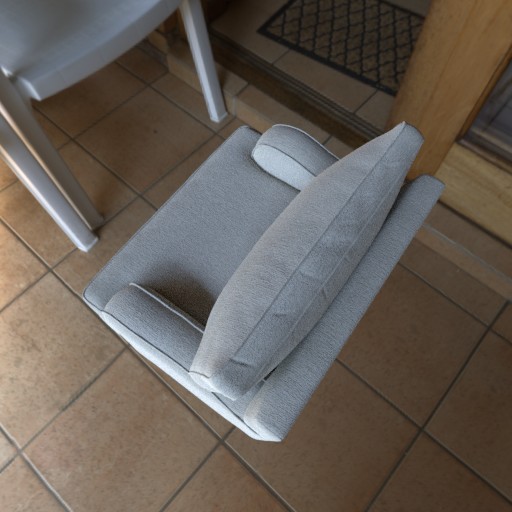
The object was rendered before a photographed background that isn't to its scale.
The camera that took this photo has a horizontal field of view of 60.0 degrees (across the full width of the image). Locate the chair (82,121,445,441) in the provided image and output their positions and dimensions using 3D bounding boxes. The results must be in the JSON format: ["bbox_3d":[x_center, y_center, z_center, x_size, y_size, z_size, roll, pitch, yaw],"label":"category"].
[{"bbox_3d":[0.000,0.000,1.962,1.041,1.016,1.220,33,68,15],"label":"chair"}]
